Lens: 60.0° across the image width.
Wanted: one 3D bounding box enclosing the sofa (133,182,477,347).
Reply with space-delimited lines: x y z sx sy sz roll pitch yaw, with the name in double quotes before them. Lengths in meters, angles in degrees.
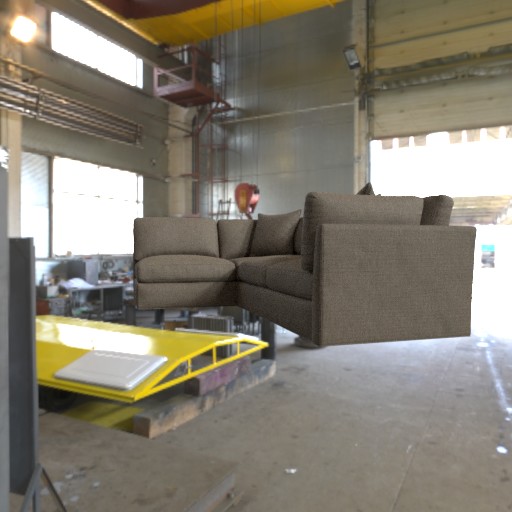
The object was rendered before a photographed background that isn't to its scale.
"sofa" 0.000 0.000 3.838 1.994 0.978 2.896 0 1 -17
